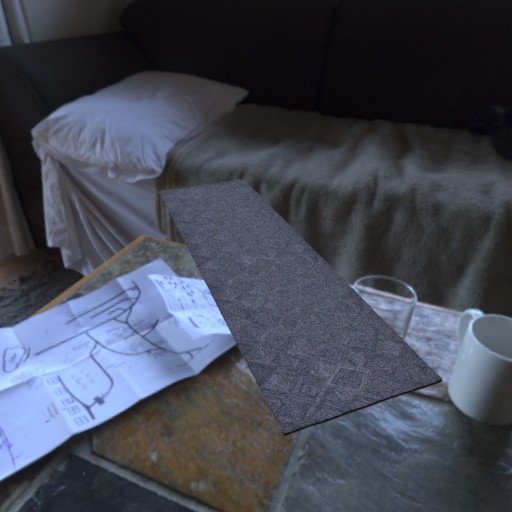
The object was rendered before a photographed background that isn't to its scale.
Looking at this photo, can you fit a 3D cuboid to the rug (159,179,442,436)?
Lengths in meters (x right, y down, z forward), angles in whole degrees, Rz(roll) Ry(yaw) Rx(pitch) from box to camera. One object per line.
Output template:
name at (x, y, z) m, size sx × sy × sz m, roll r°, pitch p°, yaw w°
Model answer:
rug at (0.000, 0.000, 2.542) m, size 0.691 × 0.011 × 2.296 m, roll -11°, pitch 33°, yaw -18°
